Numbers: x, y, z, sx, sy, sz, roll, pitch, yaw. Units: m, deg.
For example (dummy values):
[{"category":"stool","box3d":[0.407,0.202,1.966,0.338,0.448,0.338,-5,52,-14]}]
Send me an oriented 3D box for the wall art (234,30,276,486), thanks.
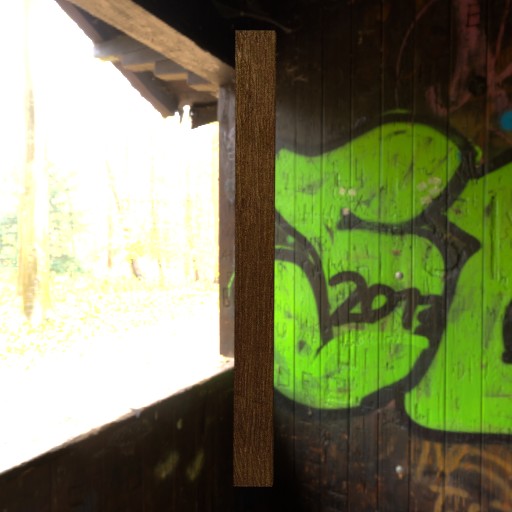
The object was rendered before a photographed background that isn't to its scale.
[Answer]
[{"category":"wall art","box3d":[0.000,0.000,0.594,0.039,0.403,0.406,0,1,0]}]
